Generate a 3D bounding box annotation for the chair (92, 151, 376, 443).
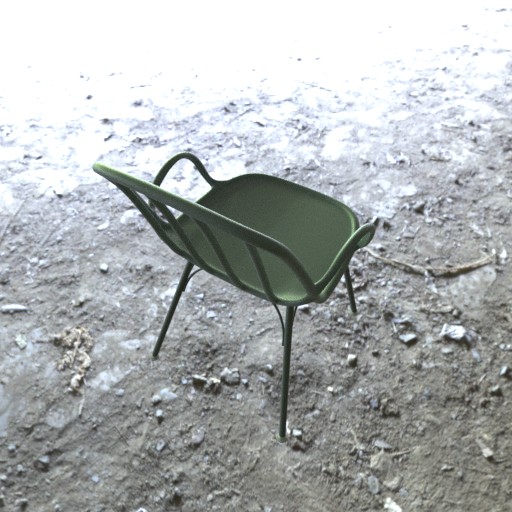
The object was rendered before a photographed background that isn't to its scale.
[{"bbox_3d":[0.000,0.000,1.201,0.549,0.816,0.597,25,51,22],"label":"chair"}]
